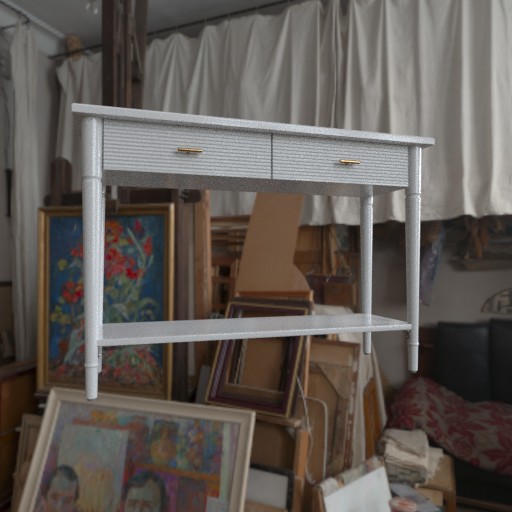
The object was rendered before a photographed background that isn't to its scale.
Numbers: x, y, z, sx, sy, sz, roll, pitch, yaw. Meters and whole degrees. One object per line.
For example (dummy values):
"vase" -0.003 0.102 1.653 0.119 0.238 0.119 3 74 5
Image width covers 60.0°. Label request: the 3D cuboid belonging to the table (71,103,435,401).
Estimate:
"table" 0.000 0.000 1.425 1.067 0.749 0.381 0 0 -17
